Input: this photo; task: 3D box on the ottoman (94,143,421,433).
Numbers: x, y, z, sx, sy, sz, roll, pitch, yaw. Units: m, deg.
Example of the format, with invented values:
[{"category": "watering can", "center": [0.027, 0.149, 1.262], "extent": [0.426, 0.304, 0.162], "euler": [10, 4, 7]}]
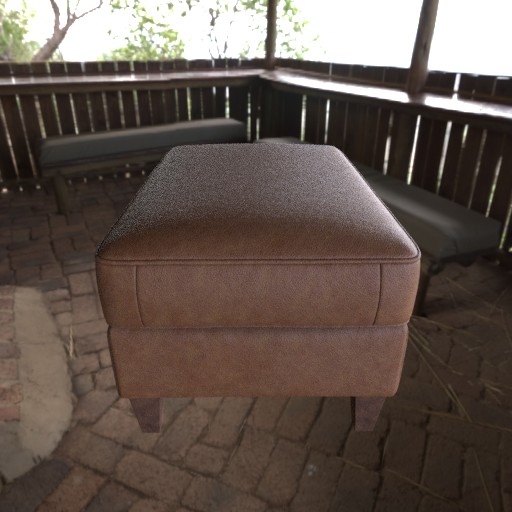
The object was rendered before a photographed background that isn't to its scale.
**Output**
[{"category": "ottoman", "center": [0.000, 0.000, 1.182], "extent": [0.584, 0.483, 0.864], "euler": [0, 26, -1]}]
